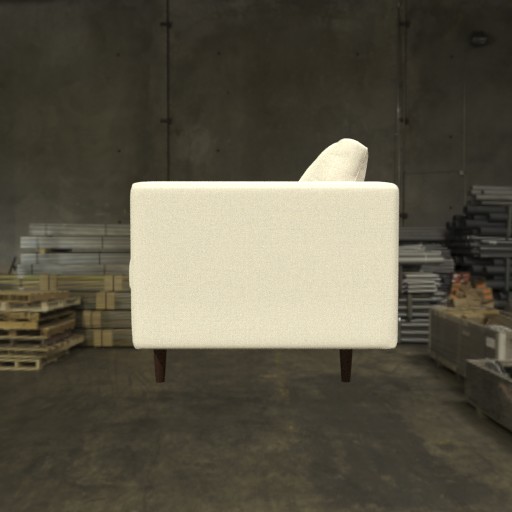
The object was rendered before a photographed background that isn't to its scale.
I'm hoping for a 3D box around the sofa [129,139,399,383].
[{"bbox_3d":[0.000,0.000,2.301,0.940,0.893,1.713,0,1,0],"label":"sofa"}]
